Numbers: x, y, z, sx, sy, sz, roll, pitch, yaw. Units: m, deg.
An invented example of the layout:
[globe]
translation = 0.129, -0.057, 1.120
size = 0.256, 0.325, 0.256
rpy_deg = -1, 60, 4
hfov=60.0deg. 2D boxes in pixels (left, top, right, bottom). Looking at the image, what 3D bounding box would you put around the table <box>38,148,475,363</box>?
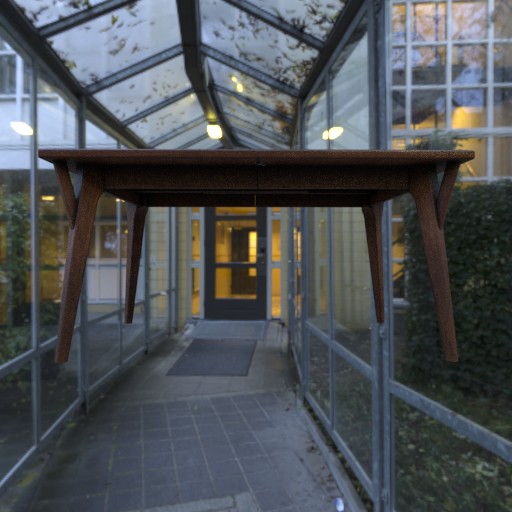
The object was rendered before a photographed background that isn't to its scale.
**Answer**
[table]
translation = 0.000, 0.000, 2.044
size = 1.524, 0.761, 0.990
rpy_deg = 0, 0, -1
